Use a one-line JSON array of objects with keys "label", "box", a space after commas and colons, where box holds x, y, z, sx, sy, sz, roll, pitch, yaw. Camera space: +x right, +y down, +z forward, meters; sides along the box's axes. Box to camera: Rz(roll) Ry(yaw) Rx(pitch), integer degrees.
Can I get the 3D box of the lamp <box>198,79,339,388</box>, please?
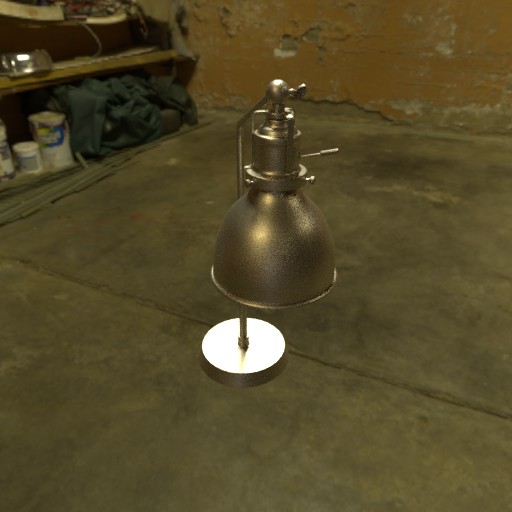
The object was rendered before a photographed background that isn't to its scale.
[{"label": "lamp", "box": [0.000, 0.000, 0.588, 0.153, 0.456, 0.286, -9, 31, -16]}]
